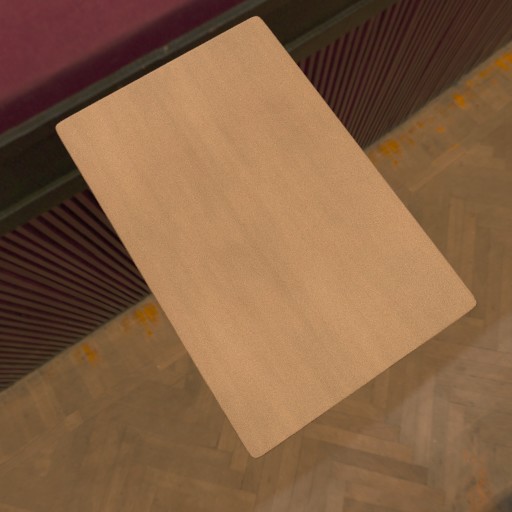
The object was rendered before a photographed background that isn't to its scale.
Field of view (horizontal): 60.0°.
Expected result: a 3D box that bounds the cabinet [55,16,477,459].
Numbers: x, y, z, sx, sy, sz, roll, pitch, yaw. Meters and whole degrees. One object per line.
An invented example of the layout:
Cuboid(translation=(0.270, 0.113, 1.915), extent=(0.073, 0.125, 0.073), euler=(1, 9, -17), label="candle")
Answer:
Cuboid(translation=(0.000, 0.000, 1.237), extent=(0.503, 0.762, 0.763), euler=(-32, 79, -7), label="cabinet")
